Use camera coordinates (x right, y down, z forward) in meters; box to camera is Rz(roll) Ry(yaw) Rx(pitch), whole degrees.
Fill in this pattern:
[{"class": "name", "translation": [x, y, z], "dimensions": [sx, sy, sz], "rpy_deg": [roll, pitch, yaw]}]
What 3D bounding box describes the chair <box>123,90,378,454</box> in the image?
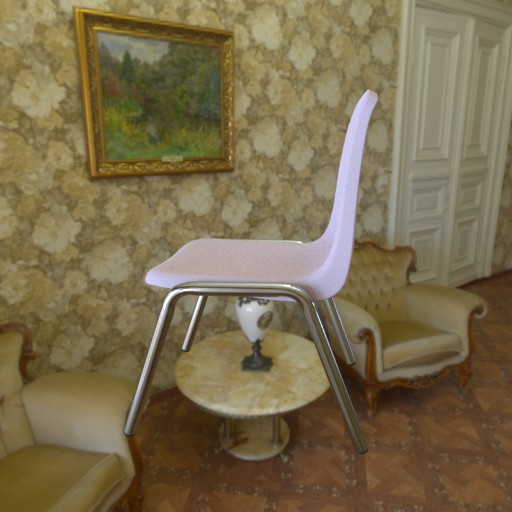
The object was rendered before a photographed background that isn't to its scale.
[{"class": "chair", "translation": [0.000, 0.000, 0.845], "dimensions": [0.423, 0.586, 0.354], "rpy_deg": [2, 14, 8]}]
